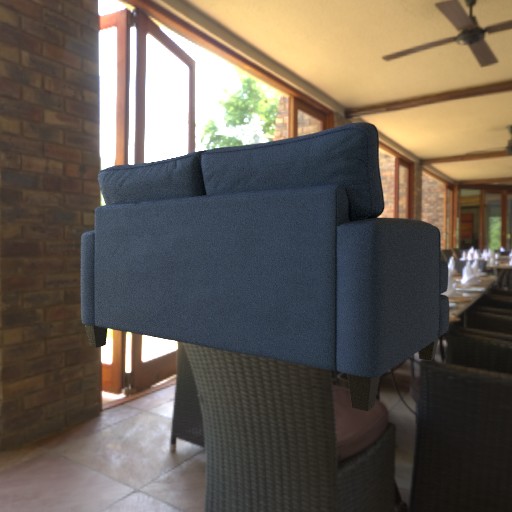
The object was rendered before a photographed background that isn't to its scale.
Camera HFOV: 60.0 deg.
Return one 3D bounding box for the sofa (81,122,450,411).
[{"bbox_3d":[0.000,0.000,2.226,1.651,0.965,0.965,1,2,37],"label":"sofa"}]
